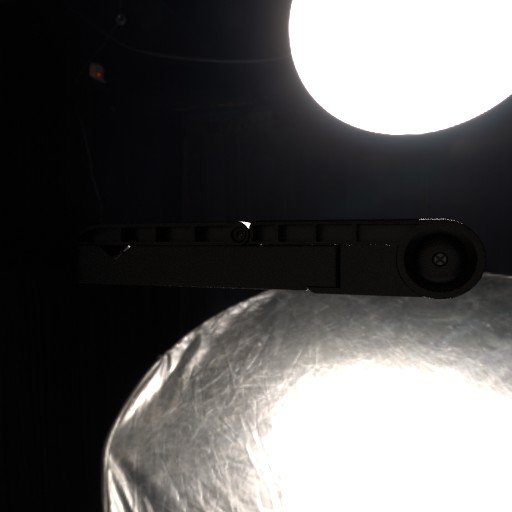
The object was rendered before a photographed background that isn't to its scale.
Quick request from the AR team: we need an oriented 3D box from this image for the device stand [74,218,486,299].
[{"bbox_3d":[0.000,0.000,0.196,0.179,0.030,0.026,0,1,19],"label":"device stand"}]
